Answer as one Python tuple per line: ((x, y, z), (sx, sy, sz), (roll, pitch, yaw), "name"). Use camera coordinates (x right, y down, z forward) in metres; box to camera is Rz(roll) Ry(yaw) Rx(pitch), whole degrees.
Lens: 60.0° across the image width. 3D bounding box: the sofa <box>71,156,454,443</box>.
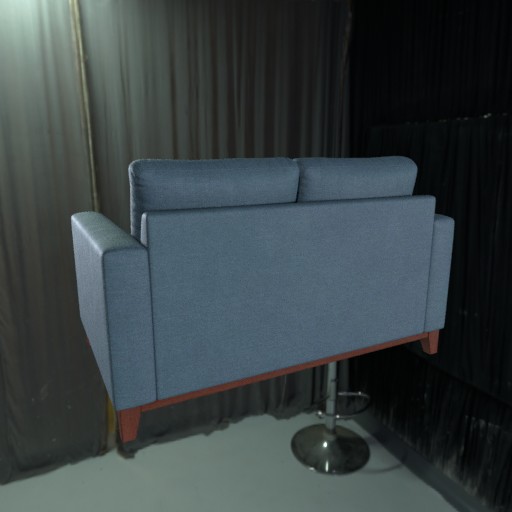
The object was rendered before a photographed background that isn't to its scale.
((0.000, 0.000, 2.053), (1.489, 0.903, 0.955), (-7, 15, -27), "sofa")
